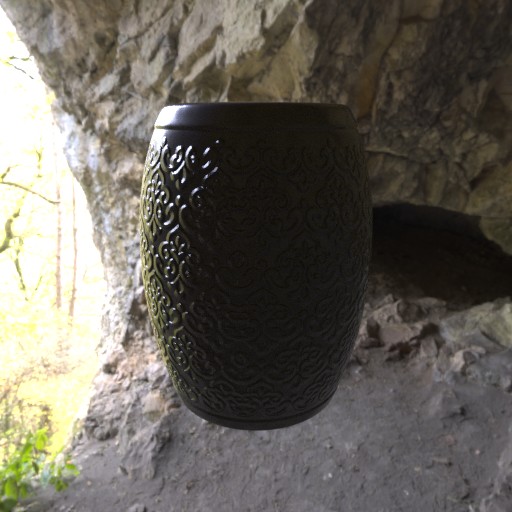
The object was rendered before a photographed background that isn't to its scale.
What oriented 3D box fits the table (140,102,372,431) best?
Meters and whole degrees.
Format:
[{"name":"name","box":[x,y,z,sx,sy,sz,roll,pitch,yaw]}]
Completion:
[{"name":"table","box":[0.000,0.000,0.614,0.309,0.397,0.309,0,17,0]}]
